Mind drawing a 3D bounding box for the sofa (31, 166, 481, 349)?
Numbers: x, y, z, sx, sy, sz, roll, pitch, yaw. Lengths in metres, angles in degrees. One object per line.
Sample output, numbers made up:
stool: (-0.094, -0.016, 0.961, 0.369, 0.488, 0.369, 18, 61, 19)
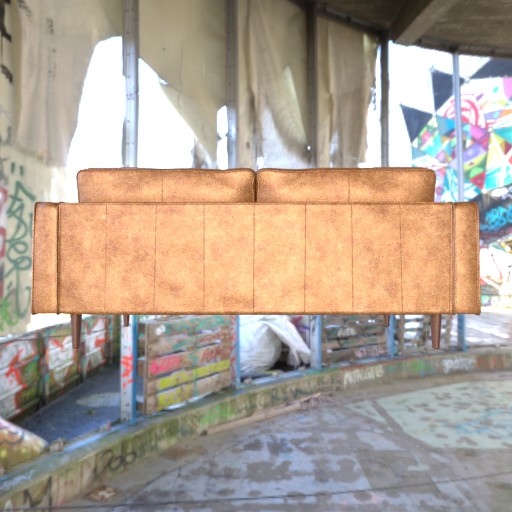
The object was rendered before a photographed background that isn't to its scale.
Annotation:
sofa: (0.000, 0.000, 2.308, 1.920, 0.825, 0.924, 0, -2, 0)
